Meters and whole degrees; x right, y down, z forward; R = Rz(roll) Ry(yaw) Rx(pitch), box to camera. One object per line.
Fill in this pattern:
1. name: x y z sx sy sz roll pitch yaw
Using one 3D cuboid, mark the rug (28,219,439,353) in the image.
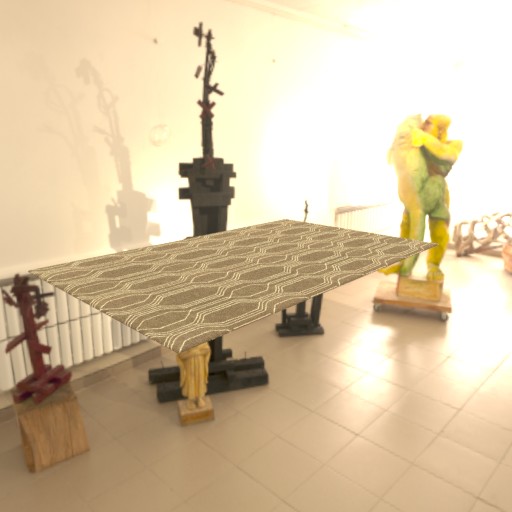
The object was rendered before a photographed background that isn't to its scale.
1. rug: 0.000 0.000 3.067 1.541 0.012 2.457 14 21 42
